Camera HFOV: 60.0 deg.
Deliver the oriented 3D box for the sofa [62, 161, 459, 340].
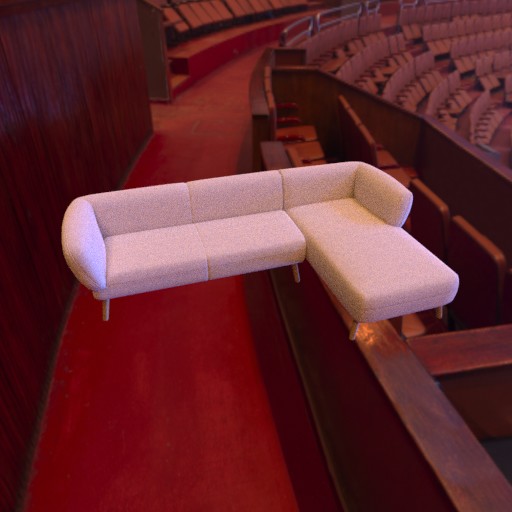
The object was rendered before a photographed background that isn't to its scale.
[{"bbox_3d":[0.000,0.000,3.367,2.660,0.730,1.610,-10,34,-15],"label":"sofa"}]
